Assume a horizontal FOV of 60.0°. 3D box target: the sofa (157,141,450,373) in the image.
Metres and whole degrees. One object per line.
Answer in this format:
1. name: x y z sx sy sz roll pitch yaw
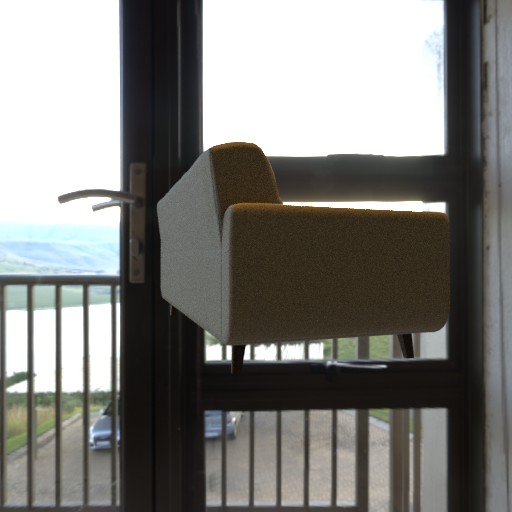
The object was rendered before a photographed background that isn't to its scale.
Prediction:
1. sofa: 0.000 0.000 2.651 0.980 0.892 2.137 0 0 -18
